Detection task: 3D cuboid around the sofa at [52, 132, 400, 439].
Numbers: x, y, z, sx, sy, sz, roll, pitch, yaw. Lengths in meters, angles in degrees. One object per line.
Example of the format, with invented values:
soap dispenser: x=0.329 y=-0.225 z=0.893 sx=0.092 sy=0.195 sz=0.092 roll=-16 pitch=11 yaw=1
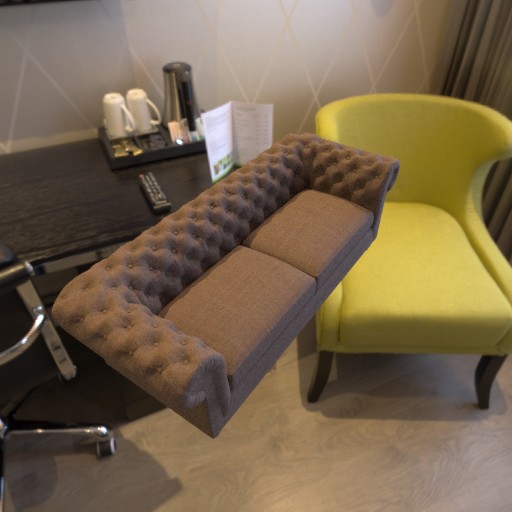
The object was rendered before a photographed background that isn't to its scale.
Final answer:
sofa: x=0.000 y=0.000 z=2.892 sx=0.944 sy=0.787 sz=2.385 roll=24 pitch=46 yaw=26
